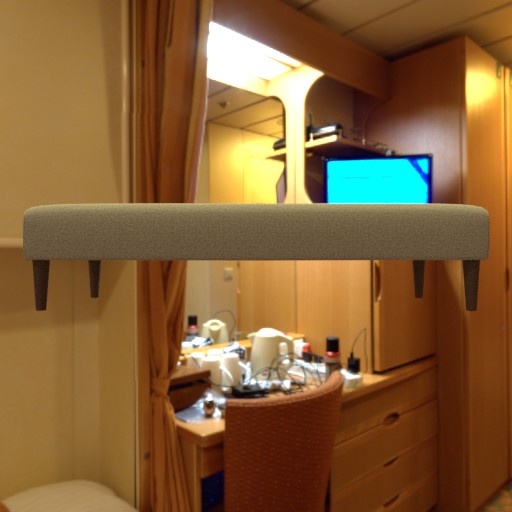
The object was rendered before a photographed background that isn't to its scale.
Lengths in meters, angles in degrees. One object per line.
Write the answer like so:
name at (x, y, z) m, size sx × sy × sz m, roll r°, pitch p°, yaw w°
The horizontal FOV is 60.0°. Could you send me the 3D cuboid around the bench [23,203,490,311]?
bench at (0.000, 0.000, 1.800) m, size 1.598 × 0.383 × 0.631 m, roll 0°, pitch 0°, yaw 0°
